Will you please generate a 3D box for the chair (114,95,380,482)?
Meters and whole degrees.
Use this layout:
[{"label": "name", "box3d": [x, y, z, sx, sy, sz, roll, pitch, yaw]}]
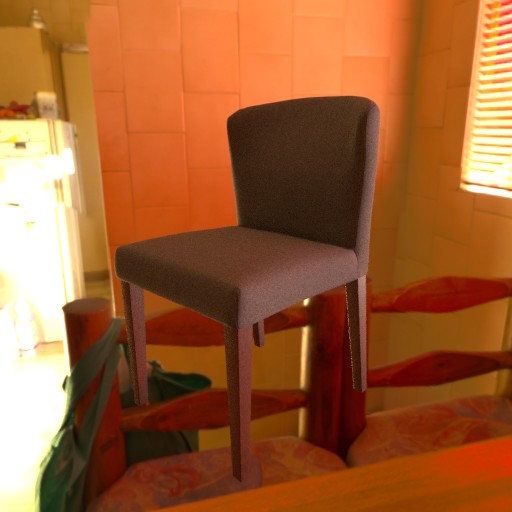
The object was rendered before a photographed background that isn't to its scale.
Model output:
[{"label": "chair", "box3d": [0.000, 0.000, 1.190, 0.491, 0.839, 0.592, 14, 21, 42]}]
